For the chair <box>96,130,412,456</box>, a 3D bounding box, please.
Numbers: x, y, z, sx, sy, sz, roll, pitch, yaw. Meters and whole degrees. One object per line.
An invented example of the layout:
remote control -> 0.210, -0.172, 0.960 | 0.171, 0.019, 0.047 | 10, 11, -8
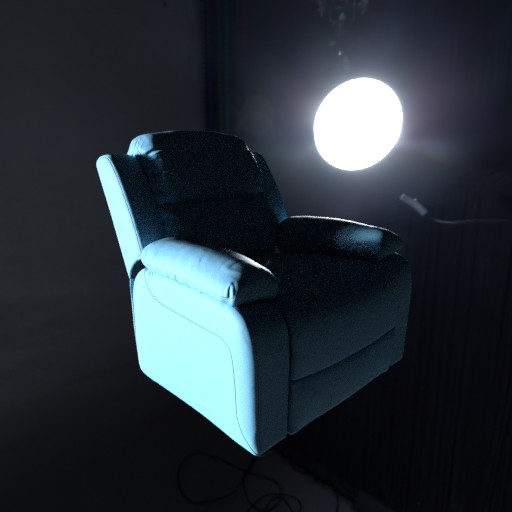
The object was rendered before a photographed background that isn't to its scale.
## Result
chair -> 0.000, 0.000, 1.271 | 0.680, 0.702, 0.709 | -14, 20, -43
